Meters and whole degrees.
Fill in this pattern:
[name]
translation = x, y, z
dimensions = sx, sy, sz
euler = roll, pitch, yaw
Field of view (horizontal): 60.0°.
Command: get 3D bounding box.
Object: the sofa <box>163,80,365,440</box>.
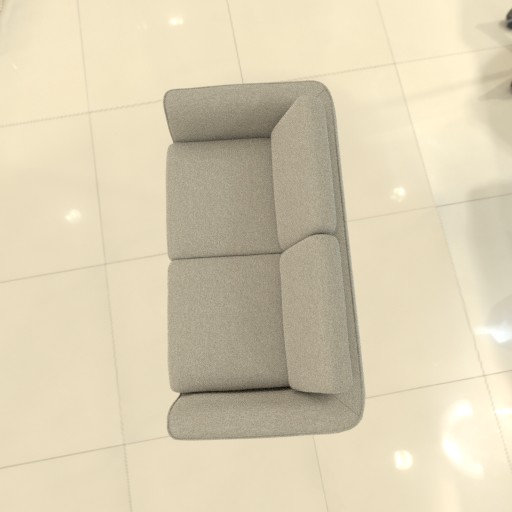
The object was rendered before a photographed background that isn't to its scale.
[sofa]
translation = 0.000, 0.000, 2.248
dimensions = 0.920, 0.850, 1.700
euler = -3, 77, -1
